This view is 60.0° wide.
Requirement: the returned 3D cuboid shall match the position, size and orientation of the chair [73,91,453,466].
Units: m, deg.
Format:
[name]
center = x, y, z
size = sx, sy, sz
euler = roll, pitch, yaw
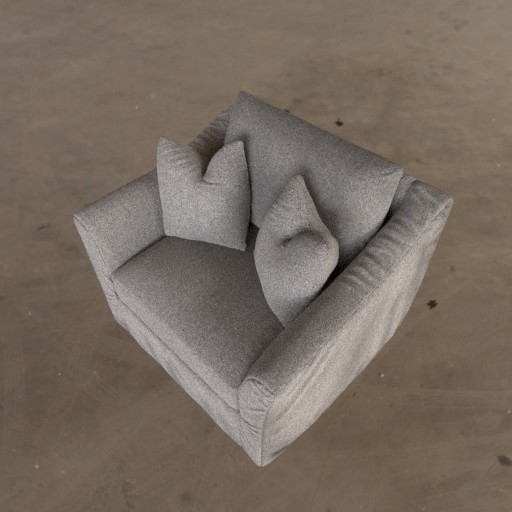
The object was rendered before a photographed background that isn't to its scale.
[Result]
[chair]
center = 0.000, 0.000, 2.012
size = 1.194, 1.059, 1.071
euler = 35, 56, 29
